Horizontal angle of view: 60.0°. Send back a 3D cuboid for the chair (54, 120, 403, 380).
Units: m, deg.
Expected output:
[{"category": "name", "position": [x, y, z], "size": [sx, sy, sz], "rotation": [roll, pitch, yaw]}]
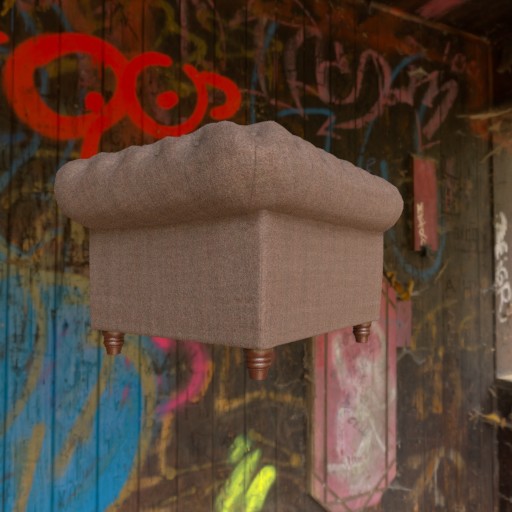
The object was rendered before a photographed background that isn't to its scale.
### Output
[{"category": "chair", "position": [0.000, 0.000, 1.874], "size": [0.945, 0.780, 1.298], "rotation": [-1, -2, 35]}]
